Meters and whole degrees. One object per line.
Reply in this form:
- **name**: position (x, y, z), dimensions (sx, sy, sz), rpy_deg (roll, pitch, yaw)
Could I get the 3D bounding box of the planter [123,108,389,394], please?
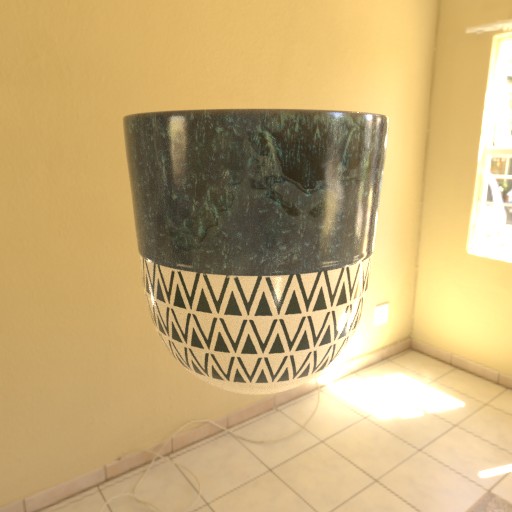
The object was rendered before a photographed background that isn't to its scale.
- **planter**: position (0.000, 0.000, 0.362), dimensions (0.195, 0.214, 0.195), rpy_deg (0, 14, 0)
